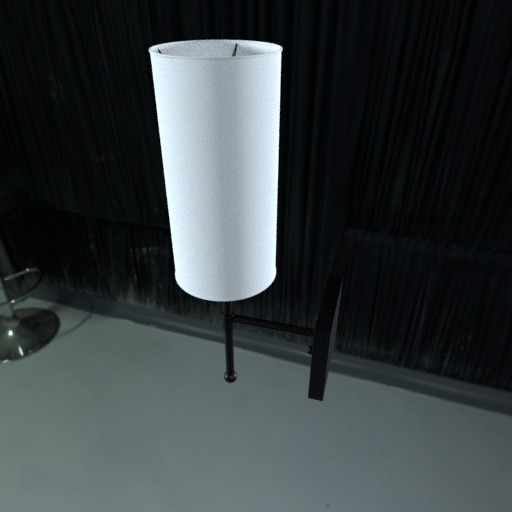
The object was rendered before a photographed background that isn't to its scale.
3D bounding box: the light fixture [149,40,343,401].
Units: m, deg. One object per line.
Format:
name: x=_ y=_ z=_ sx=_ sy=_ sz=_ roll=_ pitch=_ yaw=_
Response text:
light fixture: x=0.000 y=0.000 z=0.542 sx=0.208 sy=0.462 sz=0.128 roll=9 pitch=33 yaw=14
